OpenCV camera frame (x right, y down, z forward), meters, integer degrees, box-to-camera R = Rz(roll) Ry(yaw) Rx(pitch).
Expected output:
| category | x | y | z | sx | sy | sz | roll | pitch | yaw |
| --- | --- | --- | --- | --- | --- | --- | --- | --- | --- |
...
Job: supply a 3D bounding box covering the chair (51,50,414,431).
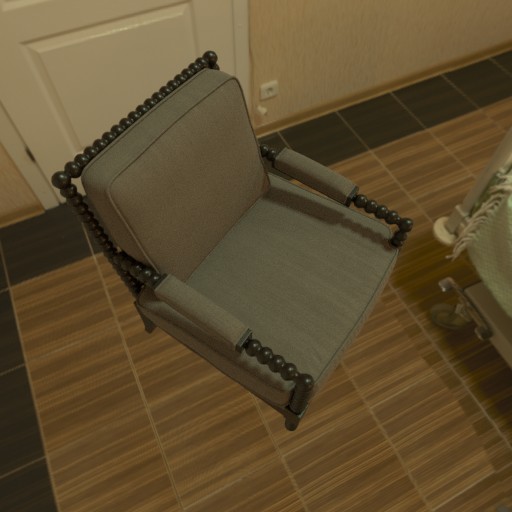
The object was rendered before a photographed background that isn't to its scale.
| category | x | y | z | sx | sy | sz | roll | pitch | yaw |
| --- | --- | --- | --- | --- | --- | --- | --- | --- | --- |
| chair | 0.000 | 0.000 | 1.121 | 0.622 | 0.661 | 0.540 | 31 | 63 | 18 |
